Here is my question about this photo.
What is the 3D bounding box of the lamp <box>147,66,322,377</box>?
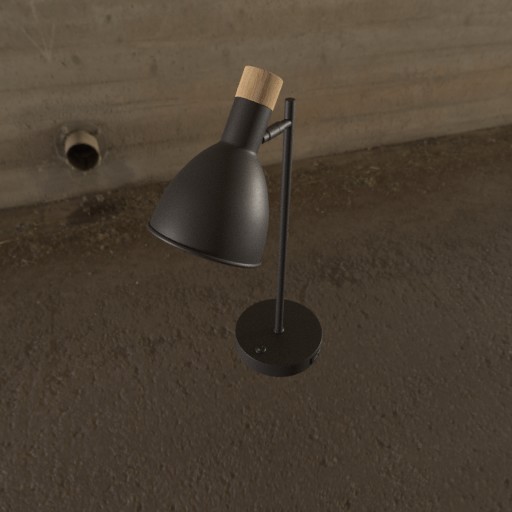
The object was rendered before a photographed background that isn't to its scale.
[{"bbox_3d":[0.000,0.000,0.587,0.152,0.483,0.287,26,47,28],"label":"lamp"}]
